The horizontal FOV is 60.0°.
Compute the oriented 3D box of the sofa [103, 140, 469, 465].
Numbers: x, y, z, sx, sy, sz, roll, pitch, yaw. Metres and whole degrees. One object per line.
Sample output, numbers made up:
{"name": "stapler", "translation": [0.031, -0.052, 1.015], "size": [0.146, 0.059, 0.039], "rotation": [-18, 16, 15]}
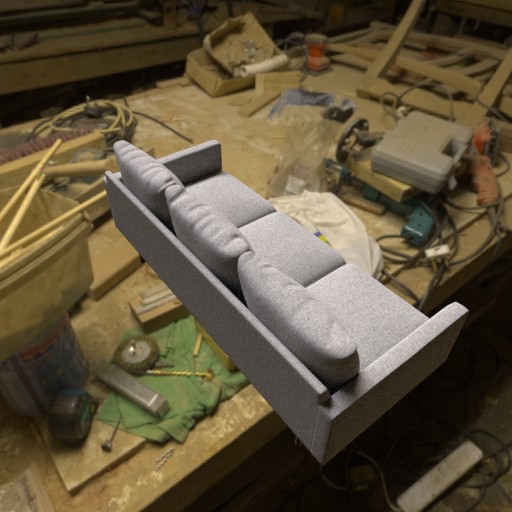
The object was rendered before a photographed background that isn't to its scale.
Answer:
{"name": "sofa", "translation": [0.000, 0.000, 2.420], "size": [0.850, 0.830, 2.000], "rotation": [-27, 48, -27]}
